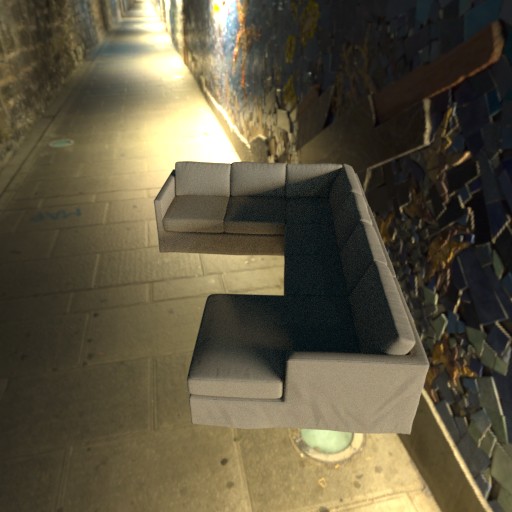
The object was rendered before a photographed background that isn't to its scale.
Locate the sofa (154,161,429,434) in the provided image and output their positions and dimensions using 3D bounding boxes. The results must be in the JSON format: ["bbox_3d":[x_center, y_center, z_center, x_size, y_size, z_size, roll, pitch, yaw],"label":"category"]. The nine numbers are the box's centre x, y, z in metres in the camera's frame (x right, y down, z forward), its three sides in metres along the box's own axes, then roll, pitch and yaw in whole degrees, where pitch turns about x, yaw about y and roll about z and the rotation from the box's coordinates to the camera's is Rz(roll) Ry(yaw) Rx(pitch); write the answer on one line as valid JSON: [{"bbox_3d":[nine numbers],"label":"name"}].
[{"bbox_3d":[0.000,0.000,4.466,2.427,0.882,3.460,2,31,3],"label":"sofa"}]
